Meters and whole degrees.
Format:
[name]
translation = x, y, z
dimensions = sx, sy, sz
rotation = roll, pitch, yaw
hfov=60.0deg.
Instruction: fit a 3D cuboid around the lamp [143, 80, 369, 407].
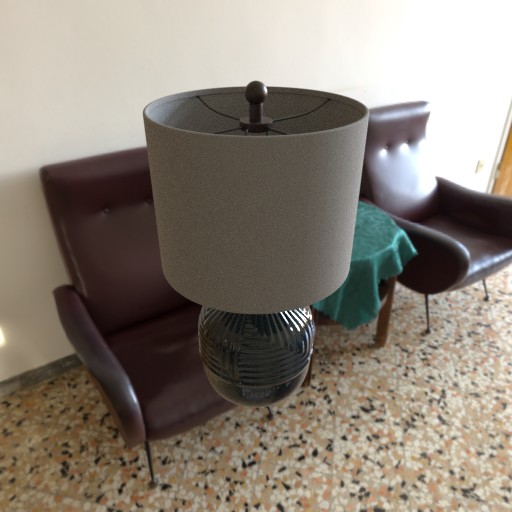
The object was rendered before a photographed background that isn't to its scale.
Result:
[lamp]
translation = 0.000, 0.000, 0.762
dimensions = 0.318, 0.567, 0.318
rotation = 0, 31, 0
